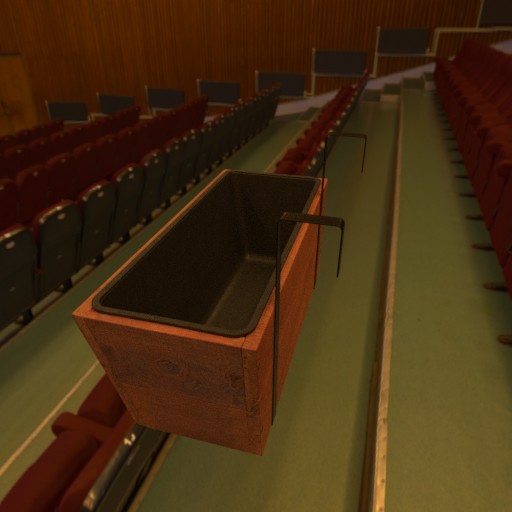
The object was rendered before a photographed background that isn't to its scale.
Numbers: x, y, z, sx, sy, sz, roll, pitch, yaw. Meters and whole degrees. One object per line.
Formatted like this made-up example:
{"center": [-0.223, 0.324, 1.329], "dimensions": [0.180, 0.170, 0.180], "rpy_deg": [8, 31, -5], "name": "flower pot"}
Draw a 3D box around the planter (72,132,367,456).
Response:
{"center": [0.000, 0.000, 0.647], "dimensions": [0.262, 0.289, 0.480], "rpy_deg": [8, 31, 14], "name": "planter"}
